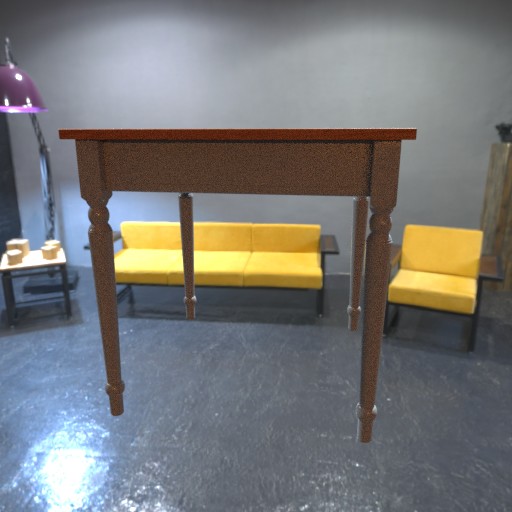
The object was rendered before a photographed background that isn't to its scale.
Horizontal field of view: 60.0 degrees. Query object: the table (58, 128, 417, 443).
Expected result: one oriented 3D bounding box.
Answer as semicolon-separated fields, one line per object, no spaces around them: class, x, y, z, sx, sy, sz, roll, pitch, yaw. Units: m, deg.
table;0.000;0.000;1.355;0.747;0.738;0.747;3;15;9
